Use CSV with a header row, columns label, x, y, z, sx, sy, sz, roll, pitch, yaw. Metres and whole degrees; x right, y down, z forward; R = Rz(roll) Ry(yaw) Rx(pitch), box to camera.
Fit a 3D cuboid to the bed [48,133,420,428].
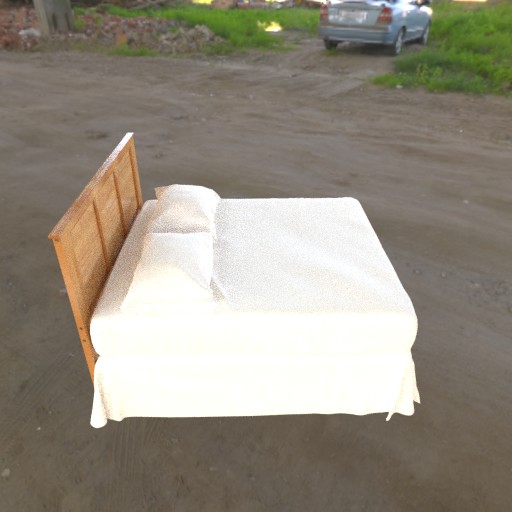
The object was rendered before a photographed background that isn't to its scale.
label,x,y,z,sx,sy,sz,roll,pitch,yaw
bed,0.000,0.000,3.135,2.035,1.273,1.870,-1,32,-1
